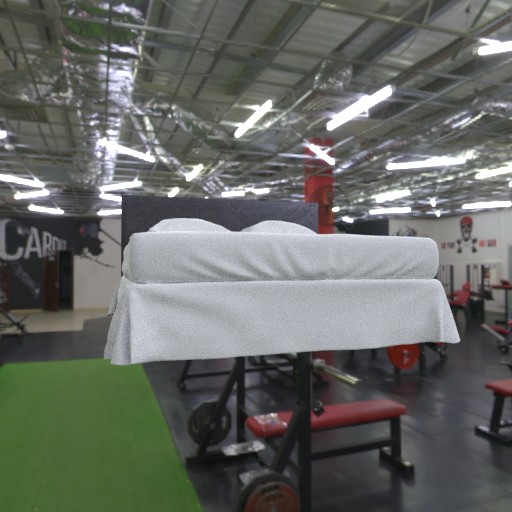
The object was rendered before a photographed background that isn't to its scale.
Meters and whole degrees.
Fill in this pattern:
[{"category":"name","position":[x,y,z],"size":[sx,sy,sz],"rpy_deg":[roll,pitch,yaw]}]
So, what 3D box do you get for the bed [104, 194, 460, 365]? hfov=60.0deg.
[{"category":"bed","position":[0.000,0.000,3.478],"size":[2.255,1.158,2.165],"rpy_deg":[0,-1,-17]}]
